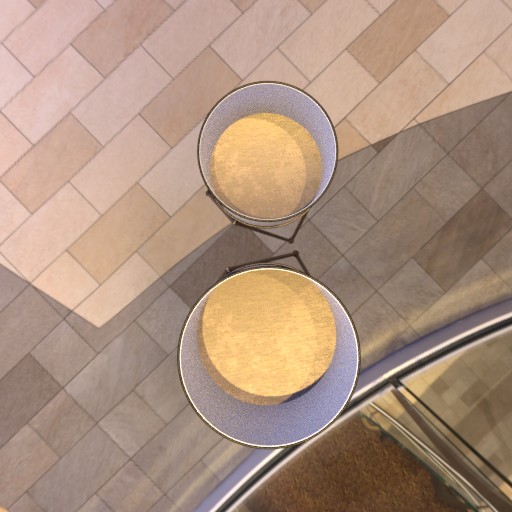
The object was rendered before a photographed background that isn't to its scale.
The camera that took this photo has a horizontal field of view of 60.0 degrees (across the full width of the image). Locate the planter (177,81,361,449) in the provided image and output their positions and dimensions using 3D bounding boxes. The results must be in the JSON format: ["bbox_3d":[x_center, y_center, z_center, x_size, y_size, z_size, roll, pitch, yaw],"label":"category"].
[{"bbox_3d":[0.000,0.000,1.154,0.413,0.712,0.769,0,90,0],"label":"planter"}]
